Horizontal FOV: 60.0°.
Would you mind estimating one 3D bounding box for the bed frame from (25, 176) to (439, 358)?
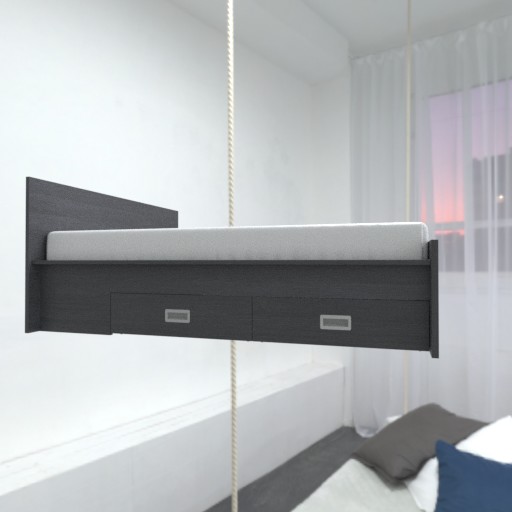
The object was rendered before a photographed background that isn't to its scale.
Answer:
[{"bbox_3d":[0.000,0.000,2.742,1.960,0.800,1.622,0,-1,18],"label":"bed frame"}]
